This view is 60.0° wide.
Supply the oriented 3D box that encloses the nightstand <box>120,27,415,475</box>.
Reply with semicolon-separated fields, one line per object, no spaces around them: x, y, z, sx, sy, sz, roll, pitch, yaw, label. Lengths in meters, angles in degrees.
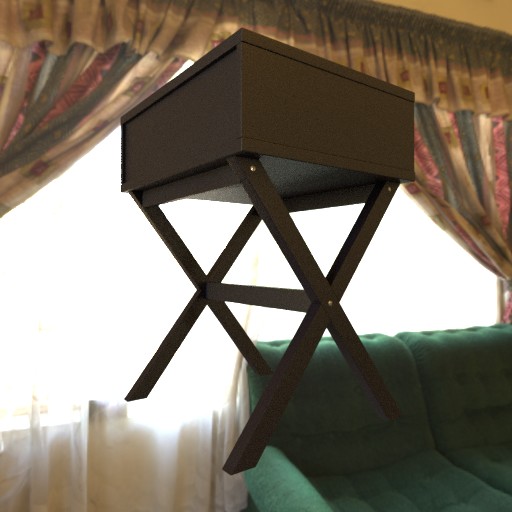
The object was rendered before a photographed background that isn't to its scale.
0.000;0.000;0.916;0.402;0.623;0.479;0;-1;-36;nightstand
